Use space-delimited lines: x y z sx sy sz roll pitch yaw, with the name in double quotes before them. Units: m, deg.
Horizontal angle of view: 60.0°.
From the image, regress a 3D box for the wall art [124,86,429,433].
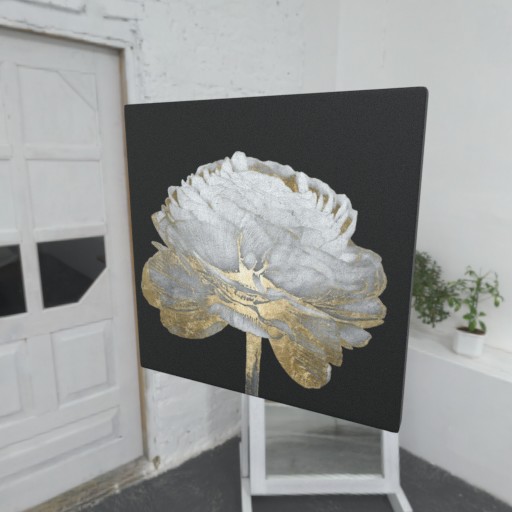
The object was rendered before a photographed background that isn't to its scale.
"wall art" 0.000 0.000 0.904 0.610 0.611 0.043 6 14 25
